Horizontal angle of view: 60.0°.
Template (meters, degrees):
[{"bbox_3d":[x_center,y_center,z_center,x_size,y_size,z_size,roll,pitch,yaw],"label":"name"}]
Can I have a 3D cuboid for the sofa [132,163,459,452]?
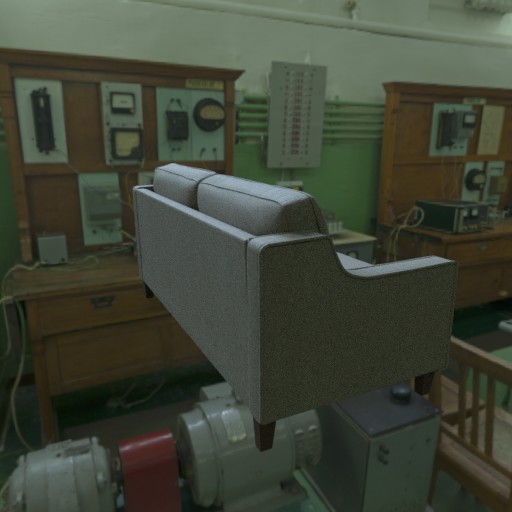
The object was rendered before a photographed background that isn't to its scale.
[{"bbox_3d":[0.000,0.000,2.798,1.073,1.074,2.181,-7,17,-26],"label":"sofa"}]
